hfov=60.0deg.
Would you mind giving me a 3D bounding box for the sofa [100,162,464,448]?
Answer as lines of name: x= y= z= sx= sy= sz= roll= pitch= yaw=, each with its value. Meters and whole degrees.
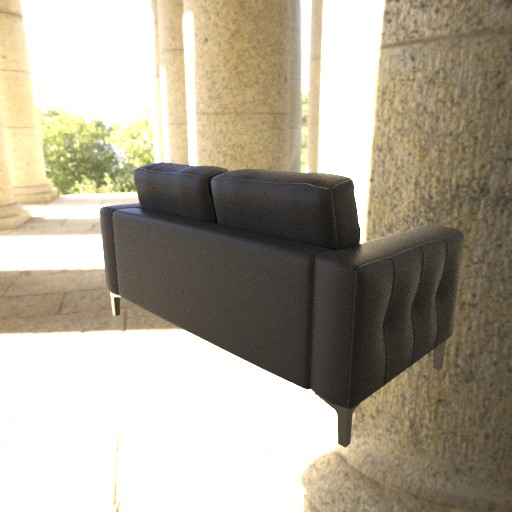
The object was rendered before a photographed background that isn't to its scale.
sofa: x=0.000 y=0.000 z=2.214 sx=0.833 sy=0.892 sz=1.726 roll=-14 pitch=20 yaw=-43
